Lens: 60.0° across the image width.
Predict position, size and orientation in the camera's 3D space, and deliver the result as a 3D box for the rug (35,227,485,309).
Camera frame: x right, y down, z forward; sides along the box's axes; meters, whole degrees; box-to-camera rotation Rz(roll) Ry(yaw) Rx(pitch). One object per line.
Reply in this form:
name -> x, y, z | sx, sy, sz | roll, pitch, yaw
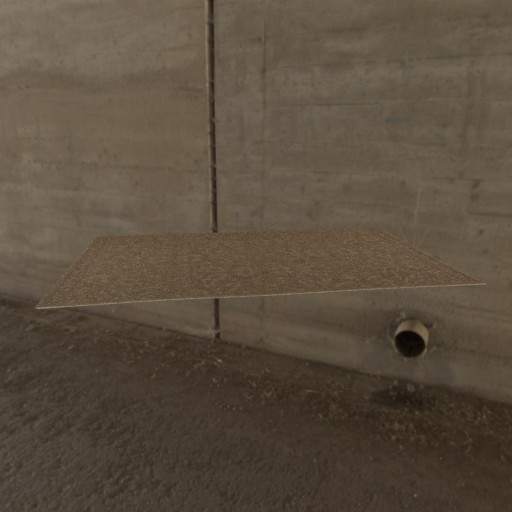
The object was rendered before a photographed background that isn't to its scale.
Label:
rug -> 0.000, 0.000, 3.078 | 2.435, 0.012, 1.529 | -2, 16, -8
